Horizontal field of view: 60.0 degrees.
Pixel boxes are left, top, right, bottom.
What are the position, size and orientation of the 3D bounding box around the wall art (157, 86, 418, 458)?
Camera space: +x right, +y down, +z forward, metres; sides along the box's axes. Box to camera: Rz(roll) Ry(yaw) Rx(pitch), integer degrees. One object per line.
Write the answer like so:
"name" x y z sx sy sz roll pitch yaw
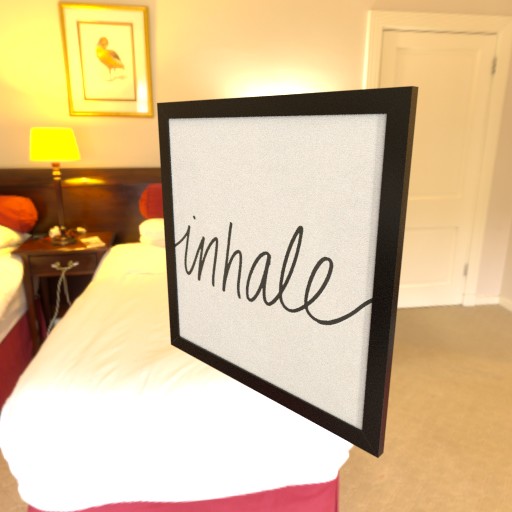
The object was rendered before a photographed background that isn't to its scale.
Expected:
"wall art" 0.000 0.000 0.656 0.446 0.445 0.014 15 22 42
